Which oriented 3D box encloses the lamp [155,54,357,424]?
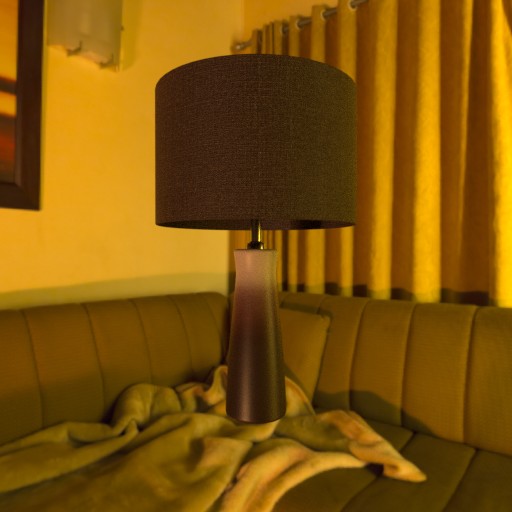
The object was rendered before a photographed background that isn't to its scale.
[{"bbox_3d":[0.000,0.000,0.684,0.303,0.488,0.303,0,1,0],"label":"lamp"}]
